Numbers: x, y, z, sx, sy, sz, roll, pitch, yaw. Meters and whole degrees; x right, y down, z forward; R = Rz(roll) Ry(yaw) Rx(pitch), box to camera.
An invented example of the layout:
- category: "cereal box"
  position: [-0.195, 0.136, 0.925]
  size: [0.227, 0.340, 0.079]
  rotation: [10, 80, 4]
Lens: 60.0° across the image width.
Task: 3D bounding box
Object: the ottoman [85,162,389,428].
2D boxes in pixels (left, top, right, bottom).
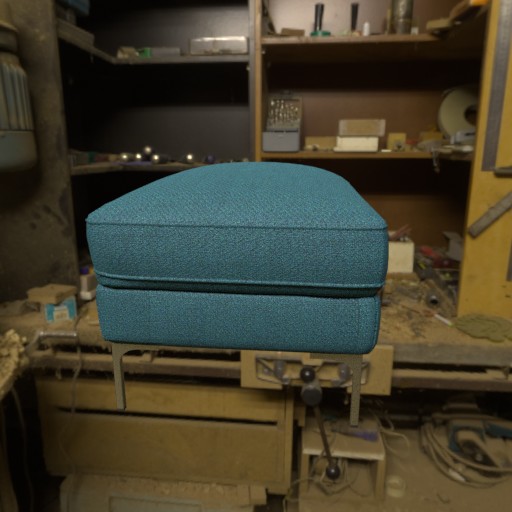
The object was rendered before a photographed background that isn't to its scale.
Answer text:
- category: "ottoman"
  position: [0.000, 0.000, 1.221]
  size: [0.563, 0.498, 0.856]
  rotation: [2, 15, 6]
